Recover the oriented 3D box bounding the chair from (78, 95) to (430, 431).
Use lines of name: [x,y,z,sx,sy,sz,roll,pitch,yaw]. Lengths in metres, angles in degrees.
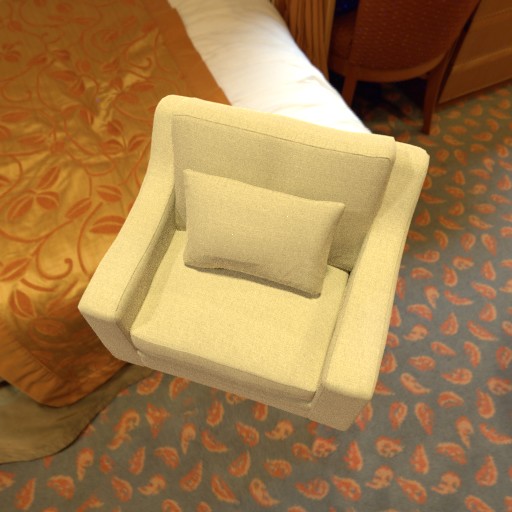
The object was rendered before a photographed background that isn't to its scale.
chair: [0.000,0.000,1.927,1.178,1.016,1.009,15,59,9]
